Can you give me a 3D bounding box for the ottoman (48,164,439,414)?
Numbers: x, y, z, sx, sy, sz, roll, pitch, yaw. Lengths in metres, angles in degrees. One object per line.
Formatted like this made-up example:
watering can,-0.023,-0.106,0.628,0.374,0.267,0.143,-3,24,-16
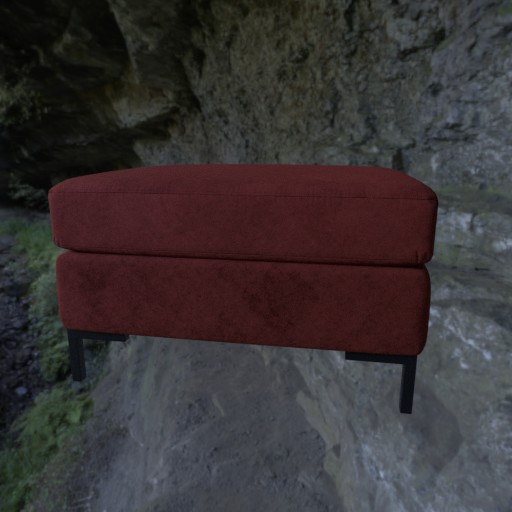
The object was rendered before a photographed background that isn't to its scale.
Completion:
ottoman,0.000,0.000,1.173,0.782,0.462,0.650,2,15,10
